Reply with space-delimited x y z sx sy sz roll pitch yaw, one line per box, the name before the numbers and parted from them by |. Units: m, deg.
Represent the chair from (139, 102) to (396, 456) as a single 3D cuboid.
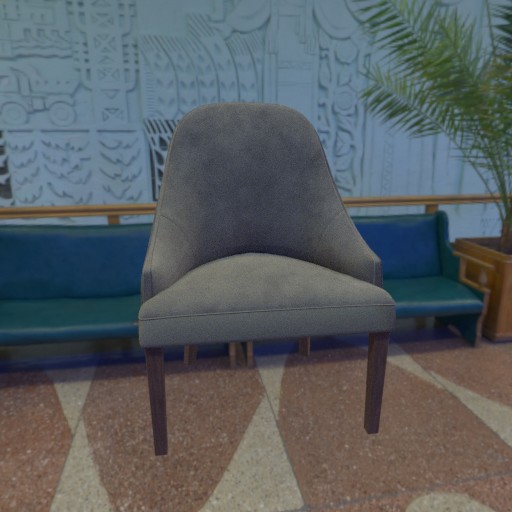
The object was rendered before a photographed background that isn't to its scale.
chair | 0.000 0.000 1.311 0.643 0.889 0.575 -2 16 -8
